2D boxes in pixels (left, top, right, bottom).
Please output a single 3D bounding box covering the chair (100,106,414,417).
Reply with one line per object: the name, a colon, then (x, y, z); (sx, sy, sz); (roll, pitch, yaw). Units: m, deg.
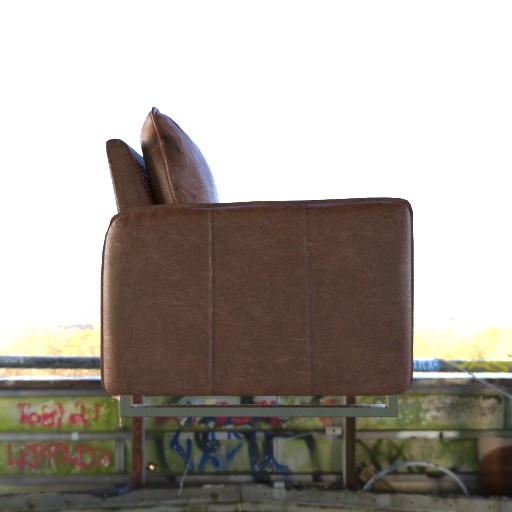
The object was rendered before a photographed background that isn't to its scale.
chair: (0.000, 0.000, 1.621); (0.922, 0.922, 0.830); (0, 0, 0)
